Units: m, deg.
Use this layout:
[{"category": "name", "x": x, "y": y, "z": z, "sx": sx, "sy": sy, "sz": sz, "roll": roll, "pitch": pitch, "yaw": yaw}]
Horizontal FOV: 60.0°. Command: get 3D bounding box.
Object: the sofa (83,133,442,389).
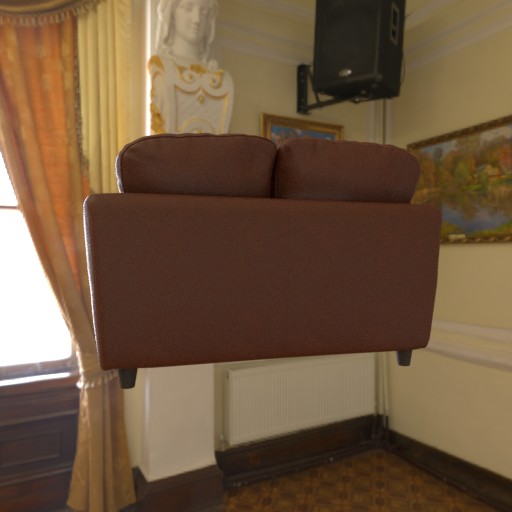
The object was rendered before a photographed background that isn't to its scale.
[{"category": "sofa", "x": 0.000, "y": 0.000, "z": 1.958, "sx": 1.406, "sy": 0.906, "sz": 0.805, "roll": 0, "pitch": 0, "yaw": -16}]
